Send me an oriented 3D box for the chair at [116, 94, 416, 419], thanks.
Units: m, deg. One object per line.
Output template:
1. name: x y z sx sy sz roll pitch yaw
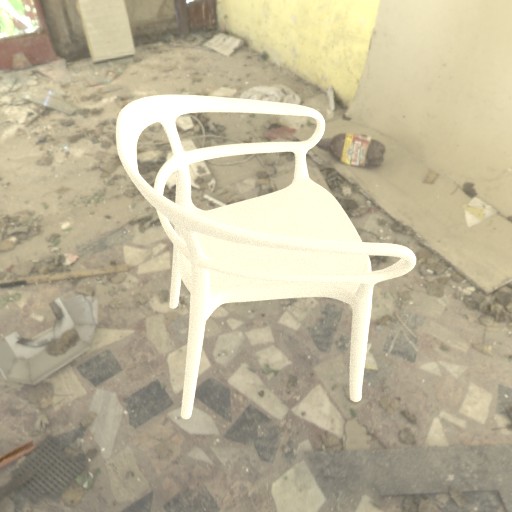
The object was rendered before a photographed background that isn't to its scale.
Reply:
1. chair: 0.000 0.000 1.121 0.527 0.761 0.559 -9 46 -9
